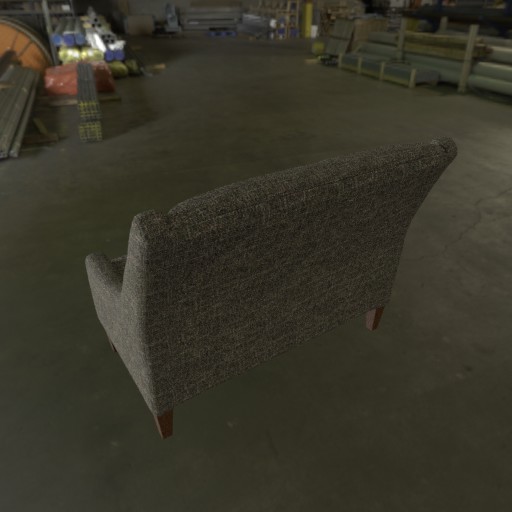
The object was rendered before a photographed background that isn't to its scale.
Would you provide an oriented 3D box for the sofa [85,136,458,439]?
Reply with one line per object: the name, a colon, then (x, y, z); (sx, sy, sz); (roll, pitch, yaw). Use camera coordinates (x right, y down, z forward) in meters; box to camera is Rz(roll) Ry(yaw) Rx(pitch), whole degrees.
sofa: (0.000, 0.000, 1.881); (1.242, 1.021, 0.870); (-19, 36, -28)
